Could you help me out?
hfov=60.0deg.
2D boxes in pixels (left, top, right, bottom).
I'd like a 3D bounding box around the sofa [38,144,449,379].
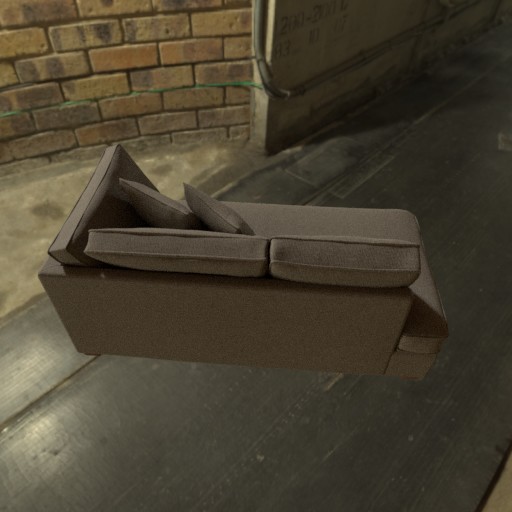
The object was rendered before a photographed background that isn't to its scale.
[{"bbox_3d":[0.000,0.000,2.853,2.237,1.033,1.110,3,46,3],"label":"sofa"}]
